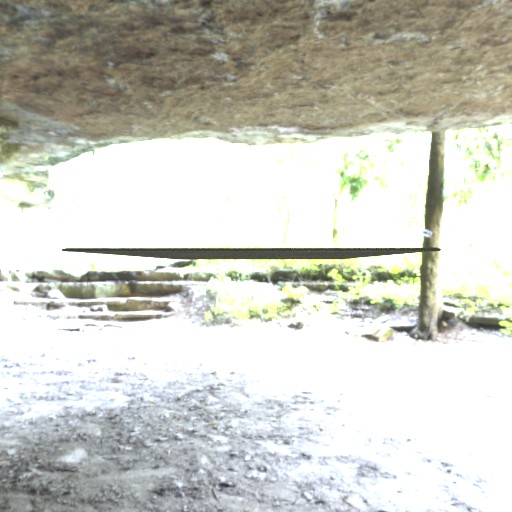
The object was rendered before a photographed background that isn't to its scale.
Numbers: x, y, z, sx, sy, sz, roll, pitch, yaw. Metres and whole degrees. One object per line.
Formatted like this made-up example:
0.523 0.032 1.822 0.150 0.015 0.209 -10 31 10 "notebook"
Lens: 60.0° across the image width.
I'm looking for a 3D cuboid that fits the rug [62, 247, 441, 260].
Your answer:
0.000 0.000 2.313 1.206 0.012 1.824 0 -1 1 "rug"
